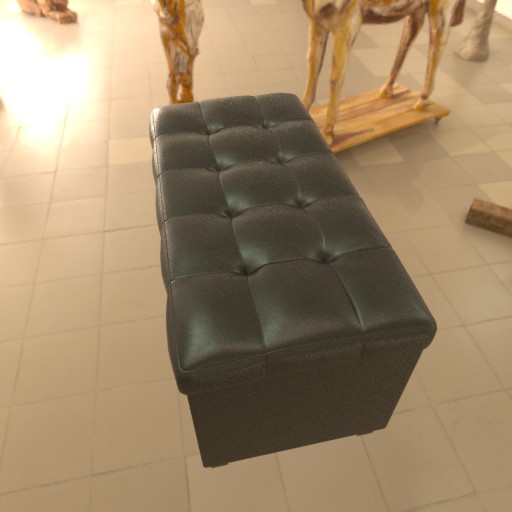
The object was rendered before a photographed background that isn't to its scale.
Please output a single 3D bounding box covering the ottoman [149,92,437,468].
[{"bbox_3d":[0.000,0.000,1.095,0.432,0.470,0.838,-9,46,-8],"label":"ottoman"}]
